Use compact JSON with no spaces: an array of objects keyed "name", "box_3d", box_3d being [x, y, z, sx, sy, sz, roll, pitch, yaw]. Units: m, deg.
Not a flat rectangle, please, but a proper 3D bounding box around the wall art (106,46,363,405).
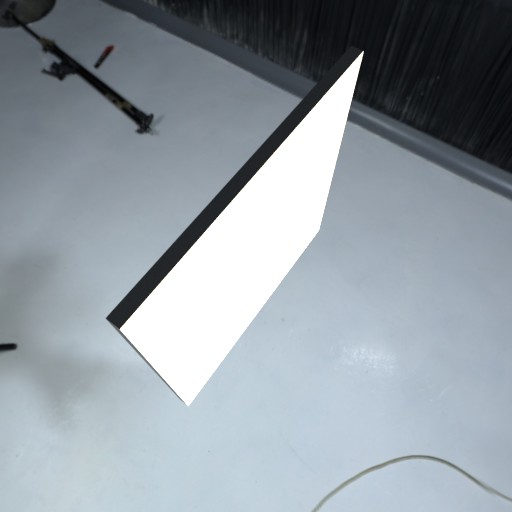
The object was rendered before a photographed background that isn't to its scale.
[{"name":"wall art","box_3d":[0.000,0.000,1.177,0.031,0.775,0.773,32,67,15]}]
